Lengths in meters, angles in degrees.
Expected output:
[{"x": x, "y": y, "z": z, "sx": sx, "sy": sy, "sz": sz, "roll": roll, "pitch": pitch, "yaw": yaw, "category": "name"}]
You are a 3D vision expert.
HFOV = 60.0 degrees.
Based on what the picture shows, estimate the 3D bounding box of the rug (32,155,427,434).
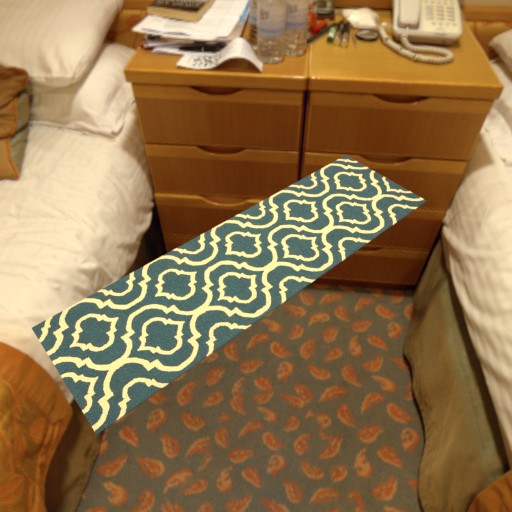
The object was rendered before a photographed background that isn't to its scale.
[{"x": 0.000, "y": 0.000, "z": 2.500, "sx": 2.296, "sy": 0.006, "sz": 0.685, "roll": -32, "pitch": 54, "yaw": -27, "category": "rug"}]
